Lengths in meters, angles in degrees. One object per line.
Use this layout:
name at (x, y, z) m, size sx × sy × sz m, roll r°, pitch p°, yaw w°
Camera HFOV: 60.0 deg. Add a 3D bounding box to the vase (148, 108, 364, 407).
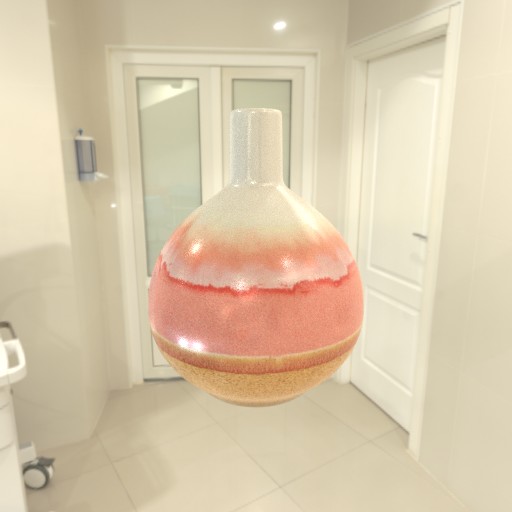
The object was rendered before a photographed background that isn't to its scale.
vase at (0.000, 0.000, 0.281) m, size 0.137 × 0.176 × 0.137 m, roll 0°, pitch 14°, yaw 0°
